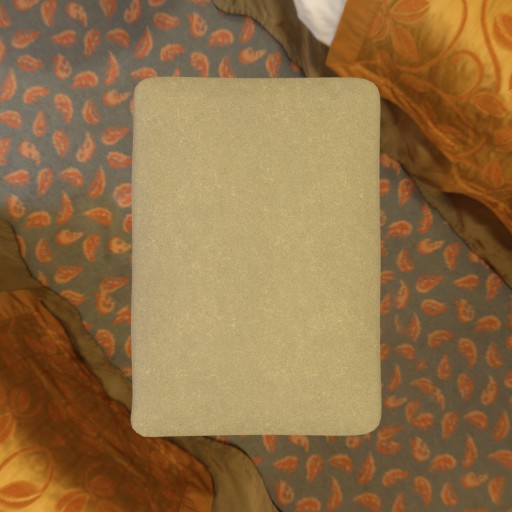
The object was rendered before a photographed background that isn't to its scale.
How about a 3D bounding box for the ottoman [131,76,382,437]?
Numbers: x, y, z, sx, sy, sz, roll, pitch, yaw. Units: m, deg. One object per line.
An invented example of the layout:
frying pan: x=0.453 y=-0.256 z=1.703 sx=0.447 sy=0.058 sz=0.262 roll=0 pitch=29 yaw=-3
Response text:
ottoman: x=0.000 y=0.000 z=1.578 sx=0.840 sy=0.429 sz=1.199 roll=0 pitch=89 yaw=-1
